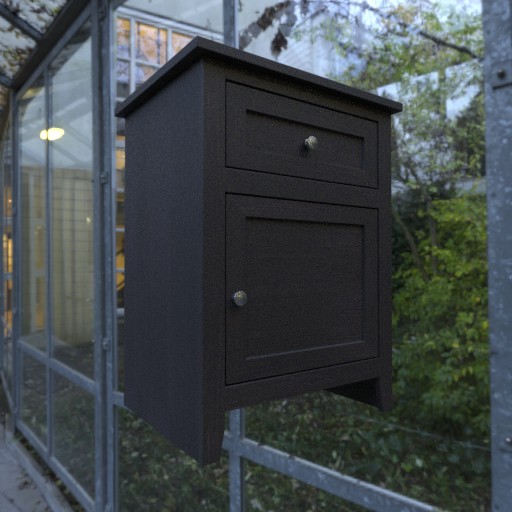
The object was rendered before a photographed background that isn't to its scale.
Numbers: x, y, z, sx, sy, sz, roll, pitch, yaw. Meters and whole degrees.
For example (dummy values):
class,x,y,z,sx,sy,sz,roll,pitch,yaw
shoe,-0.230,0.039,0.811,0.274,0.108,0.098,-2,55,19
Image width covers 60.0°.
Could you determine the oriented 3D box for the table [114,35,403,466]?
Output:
class,x,y,z,sx,sy,sz,roll,pitch,yaw
table,0.000,0.000,0.935,0.480,0.635,0.381,1,-1,-35
